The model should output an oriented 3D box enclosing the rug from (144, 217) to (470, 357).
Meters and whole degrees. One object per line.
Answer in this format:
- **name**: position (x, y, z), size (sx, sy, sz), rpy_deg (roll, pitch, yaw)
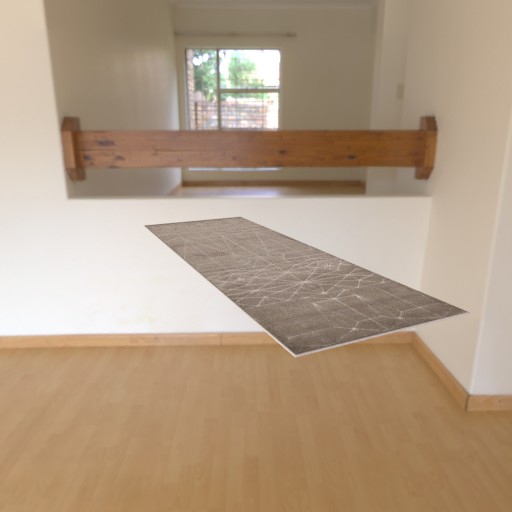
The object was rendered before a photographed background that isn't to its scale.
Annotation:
- **rug**: position (0.000, 0.000, 2.741), size (0.864, 0.012, 2.388), rpy_deg (-8, 18, -25)
